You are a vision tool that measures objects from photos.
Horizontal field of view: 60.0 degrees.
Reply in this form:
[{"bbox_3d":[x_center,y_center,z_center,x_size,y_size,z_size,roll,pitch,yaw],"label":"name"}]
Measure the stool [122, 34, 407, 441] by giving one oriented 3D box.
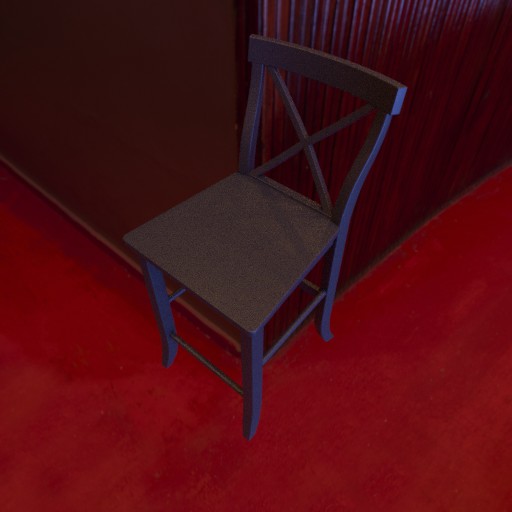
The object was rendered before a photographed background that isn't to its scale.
[{"bbox_3d":[0.000,0.000,1.286,0.452,0.989,0.559,32,55,26],"label":"stool"}]
